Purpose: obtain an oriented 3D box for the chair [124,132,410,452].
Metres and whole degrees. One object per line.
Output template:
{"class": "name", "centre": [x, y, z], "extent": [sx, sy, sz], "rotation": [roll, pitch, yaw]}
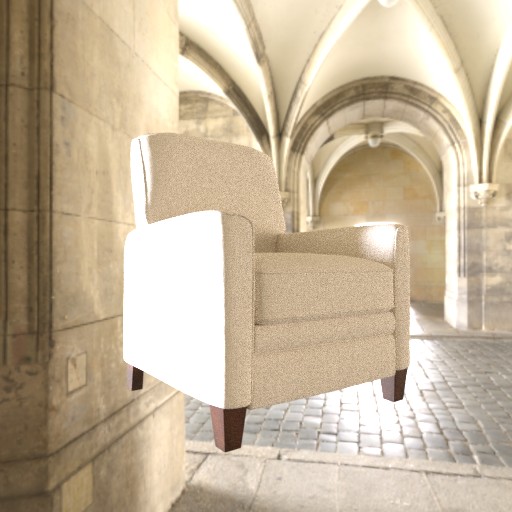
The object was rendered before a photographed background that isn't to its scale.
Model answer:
{"class": "chair", "centre": [0.000, 0.000, 1.671], "extent": [0.841, 1.028, 0.858], "rotation": [0, -1, -36]}
